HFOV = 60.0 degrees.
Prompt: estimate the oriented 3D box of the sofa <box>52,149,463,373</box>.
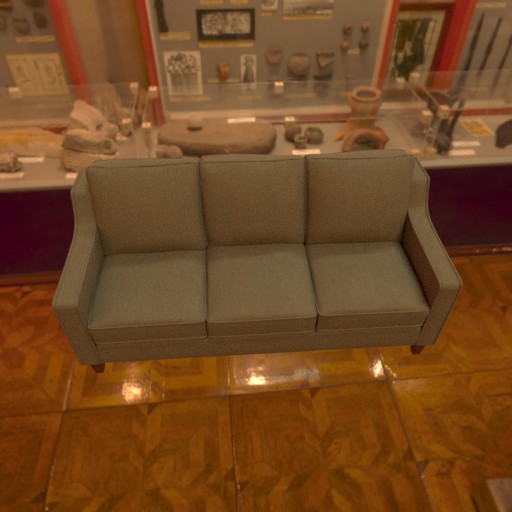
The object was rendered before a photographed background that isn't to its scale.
[{"bbox_3d":[0.000,0.000,2.541,1.986,0.974,0.911,-3,45,-3],"label":"sofa"}]
